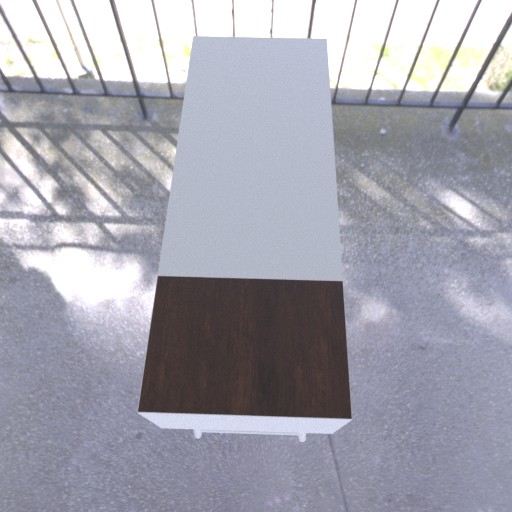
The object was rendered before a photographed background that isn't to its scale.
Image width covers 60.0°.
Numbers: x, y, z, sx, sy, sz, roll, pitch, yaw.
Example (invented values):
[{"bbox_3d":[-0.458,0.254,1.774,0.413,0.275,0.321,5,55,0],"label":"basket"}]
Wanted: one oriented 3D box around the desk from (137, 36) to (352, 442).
[{"bbox_3d":[0.000,0.000,1.405,0.409,0.761,1.069,2,62,1],"label":"desk"}]
